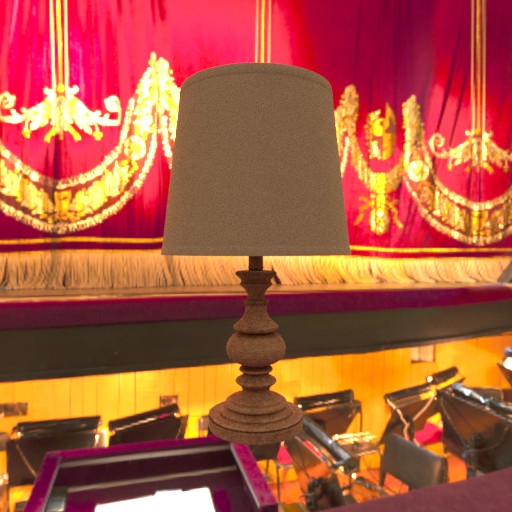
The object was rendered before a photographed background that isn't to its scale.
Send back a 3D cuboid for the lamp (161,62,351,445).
[{"bbox_3d":[0.000,0.000,0.649,0.273,0.497,0.273,0,1,0],"label":"lamp"}]
